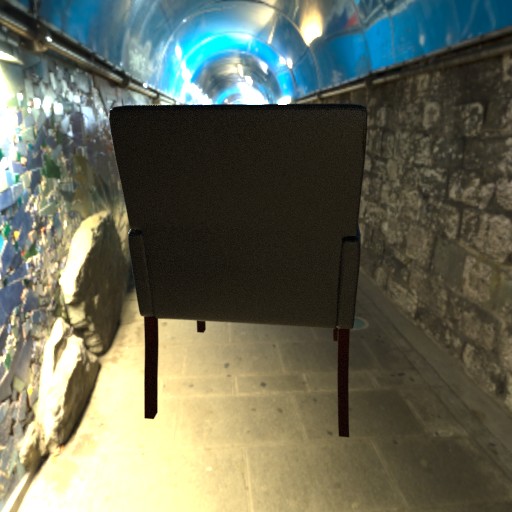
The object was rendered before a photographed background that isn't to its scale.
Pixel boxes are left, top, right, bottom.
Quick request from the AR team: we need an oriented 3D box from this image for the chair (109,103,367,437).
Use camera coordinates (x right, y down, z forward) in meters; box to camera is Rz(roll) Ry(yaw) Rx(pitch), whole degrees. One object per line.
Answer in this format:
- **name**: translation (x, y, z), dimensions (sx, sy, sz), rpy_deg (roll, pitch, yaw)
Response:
- **chair**: translation (0.000, 0.000, 1.523), dimensions (0.683, 0.951, 0.772), rpy_deg (2, 16, 8)
